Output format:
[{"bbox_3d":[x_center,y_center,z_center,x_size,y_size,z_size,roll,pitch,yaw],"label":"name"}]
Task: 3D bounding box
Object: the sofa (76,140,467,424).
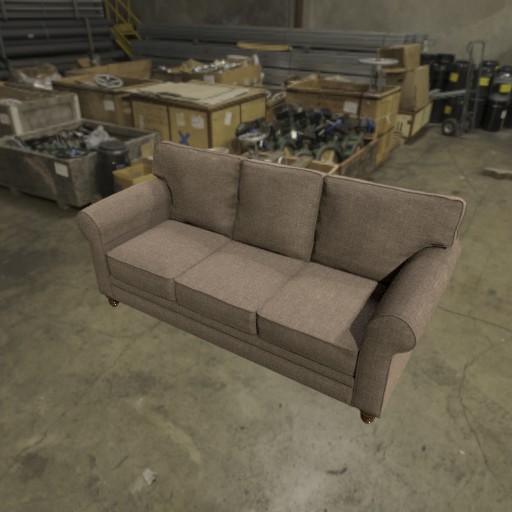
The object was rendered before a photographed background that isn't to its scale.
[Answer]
[{"bbox_3d":[0.000,0.000,2.607,2.084,0.961,0.916,18,34,28],"label":"sofa"}]
